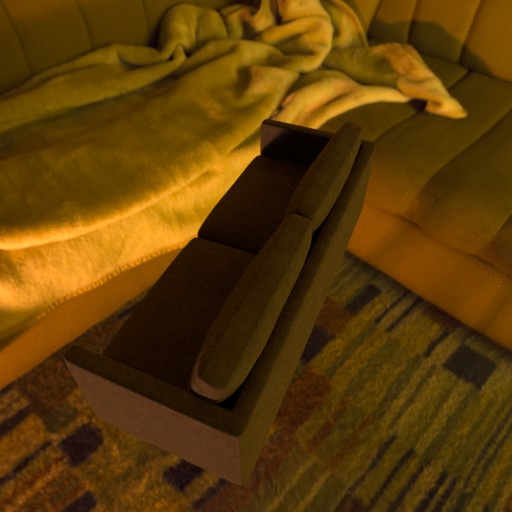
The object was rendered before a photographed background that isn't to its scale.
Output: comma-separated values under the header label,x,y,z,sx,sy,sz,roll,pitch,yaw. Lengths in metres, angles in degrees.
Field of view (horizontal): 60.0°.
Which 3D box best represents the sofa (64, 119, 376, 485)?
label,x,y,z,sx,sy,sz,roll,pitch,yaw
sofa,0.000,0.000,2.876,0.951,0.965,2.434,17,48,16
